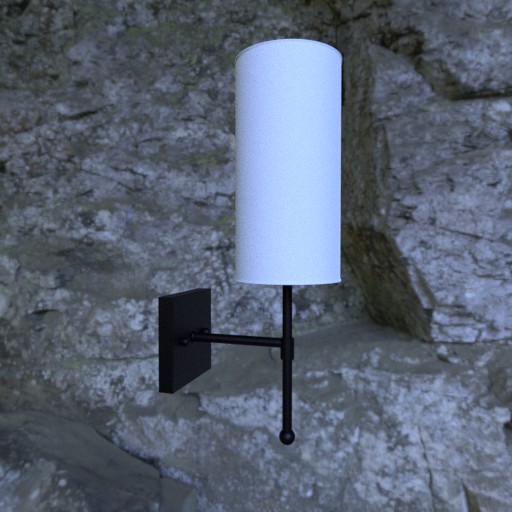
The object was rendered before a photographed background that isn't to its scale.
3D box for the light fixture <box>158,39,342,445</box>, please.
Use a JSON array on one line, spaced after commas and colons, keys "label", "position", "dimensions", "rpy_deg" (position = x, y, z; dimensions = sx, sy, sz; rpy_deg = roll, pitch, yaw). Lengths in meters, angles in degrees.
[{"label": "light fixture", "position": [0.000, 0.000, 0.549], "dimensions": [0.208, 0.462, 0.128], "rpy_deg": [0, 2, 18]}]
